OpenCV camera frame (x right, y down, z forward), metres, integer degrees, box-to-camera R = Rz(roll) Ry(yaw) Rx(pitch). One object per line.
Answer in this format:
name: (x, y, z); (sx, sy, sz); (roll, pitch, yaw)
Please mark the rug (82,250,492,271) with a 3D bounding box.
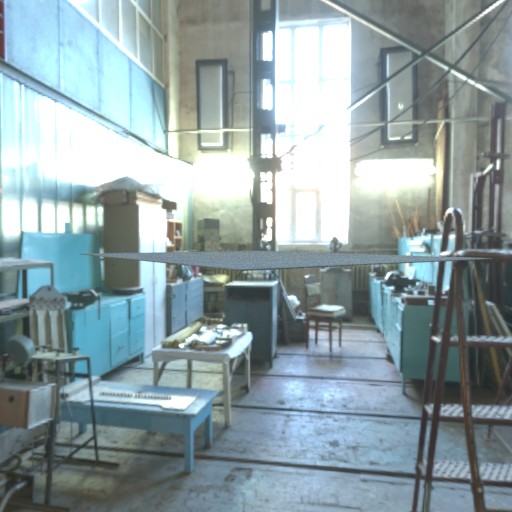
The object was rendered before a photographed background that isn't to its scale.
rug: (0.000, 0.000, 4.188); (2.443, 0.007, 3.200); (-1, 2, -35)
